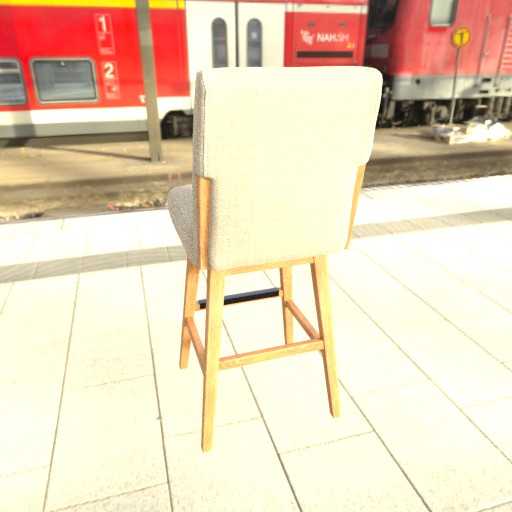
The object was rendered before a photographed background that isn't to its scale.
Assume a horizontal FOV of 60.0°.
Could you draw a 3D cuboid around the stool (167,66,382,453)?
[{"bbox_3d":[0.000,0.000,1.390,0.483,1.106,0.569,-8,26,-17],"label":"stool"}]
